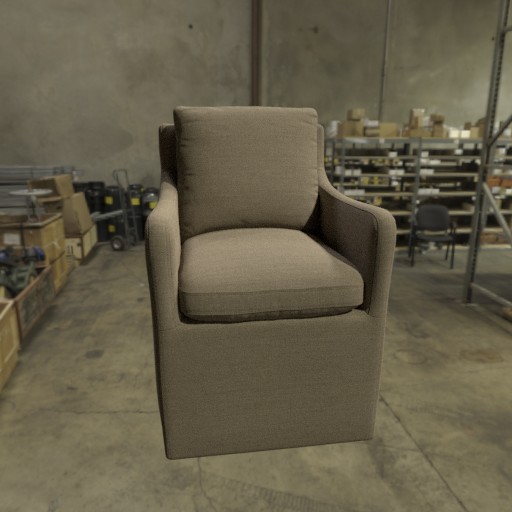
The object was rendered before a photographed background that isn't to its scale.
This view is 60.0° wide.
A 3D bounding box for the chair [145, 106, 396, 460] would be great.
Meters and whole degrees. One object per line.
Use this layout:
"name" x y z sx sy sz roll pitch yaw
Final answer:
"chair" 0.000 0.000 1.380 0.626 0.914 0.694 -2 15 -8
